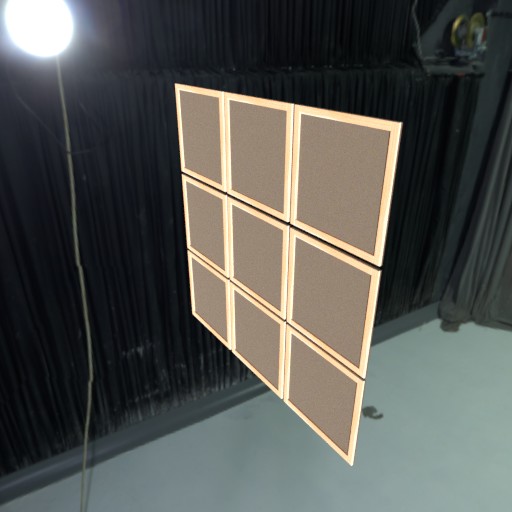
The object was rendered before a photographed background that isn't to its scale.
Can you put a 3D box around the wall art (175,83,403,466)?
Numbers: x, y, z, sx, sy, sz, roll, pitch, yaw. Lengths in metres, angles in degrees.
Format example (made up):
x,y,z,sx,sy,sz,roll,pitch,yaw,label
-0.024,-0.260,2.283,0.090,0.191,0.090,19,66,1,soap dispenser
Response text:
x,y,z,sx,sy,sz,roll,pitch,yaw,label
0.000,0.000,1.793,0.013,1.218,1.216,-18,31,-31,wall art
